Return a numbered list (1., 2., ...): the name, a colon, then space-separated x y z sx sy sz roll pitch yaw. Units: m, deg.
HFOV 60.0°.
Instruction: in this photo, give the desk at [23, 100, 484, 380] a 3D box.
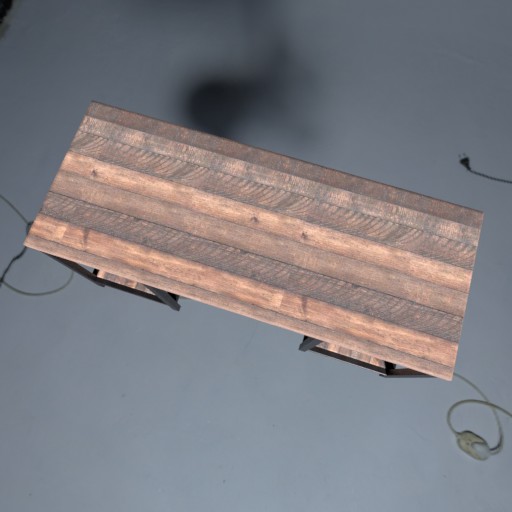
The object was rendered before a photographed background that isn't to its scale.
1. desk: 0.000 0.000 1.953 1.538 0.753 0.617 17 75 5
